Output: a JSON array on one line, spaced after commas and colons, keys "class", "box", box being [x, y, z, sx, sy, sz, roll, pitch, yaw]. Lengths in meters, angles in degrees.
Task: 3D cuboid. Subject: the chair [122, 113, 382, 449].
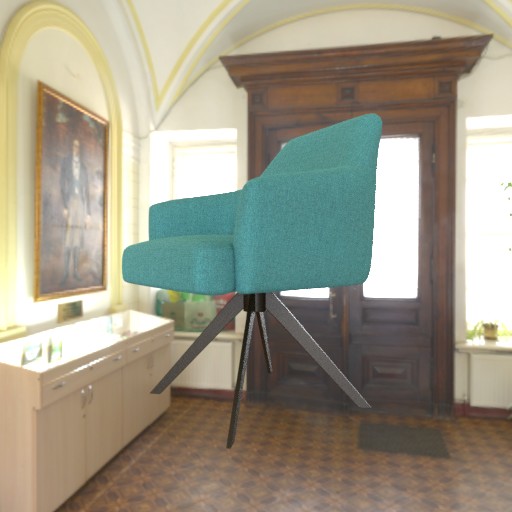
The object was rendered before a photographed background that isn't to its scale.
[{"class": "chair", "box": [0.000, 0.000, 1.346, 0.677, 0.874, 0.642, 0, 0, -34]}]
